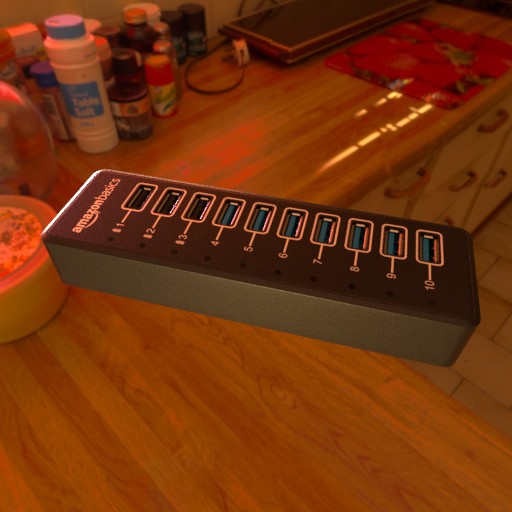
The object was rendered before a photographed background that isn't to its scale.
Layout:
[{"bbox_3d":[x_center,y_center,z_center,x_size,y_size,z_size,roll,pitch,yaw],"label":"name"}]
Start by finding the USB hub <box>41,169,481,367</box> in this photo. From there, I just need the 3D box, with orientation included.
[{"bbox_3d":[0.000,0.000,0.161,0.145,0.023,0.044,11,47,10],"label":"USB hub"}]
